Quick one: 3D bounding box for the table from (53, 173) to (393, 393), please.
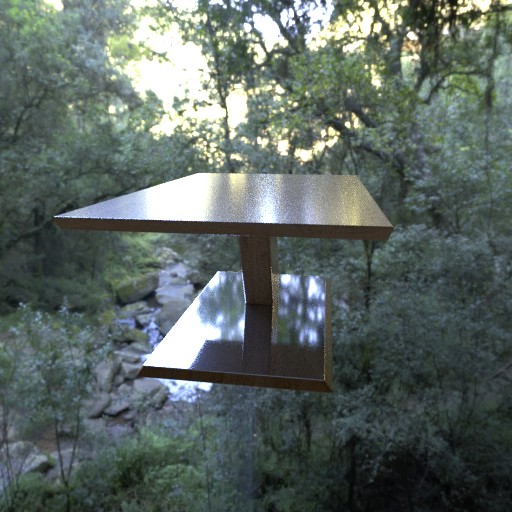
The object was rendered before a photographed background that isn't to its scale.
[{"bbox_3d":[0.000,0.000,1.462,0.692,0.441,1.100,2,16,9],"label":"table"}]
